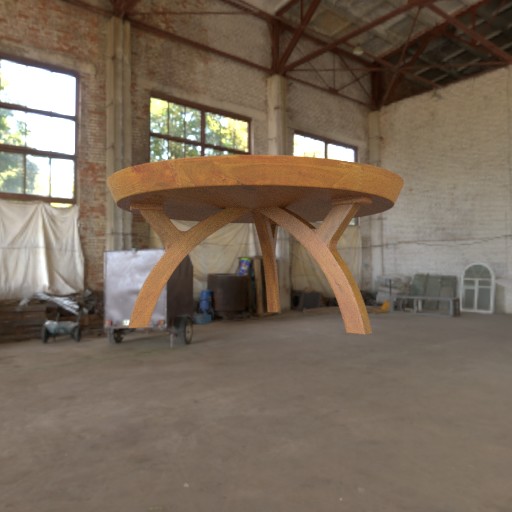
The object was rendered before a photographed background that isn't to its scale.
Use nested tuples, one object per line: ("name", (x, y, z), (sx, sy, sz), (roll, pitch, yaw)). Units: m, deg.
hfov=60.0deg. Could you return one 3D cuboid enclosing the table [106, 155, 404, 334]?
("table", (0.000, 0.000, 1.581), (1.016, 0.470, 1.016), (0, -2, 0))
